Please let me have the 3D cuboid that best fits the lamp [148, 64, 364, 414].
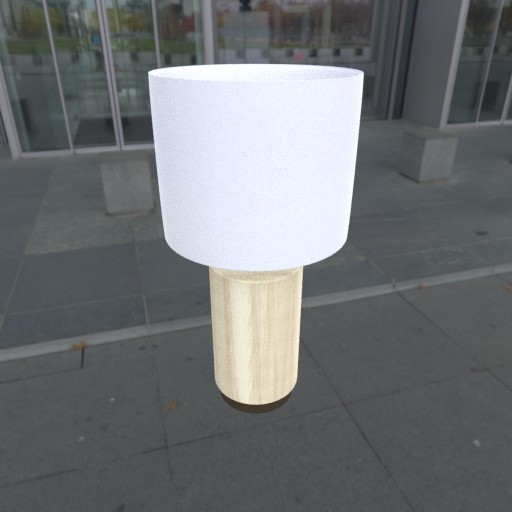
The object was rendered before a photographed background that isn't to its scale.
[{"bbox_3d":[0.000,0.000,0.575,0.228,0.444,0.228,-1,27,-2],"label":"lamp"}]
